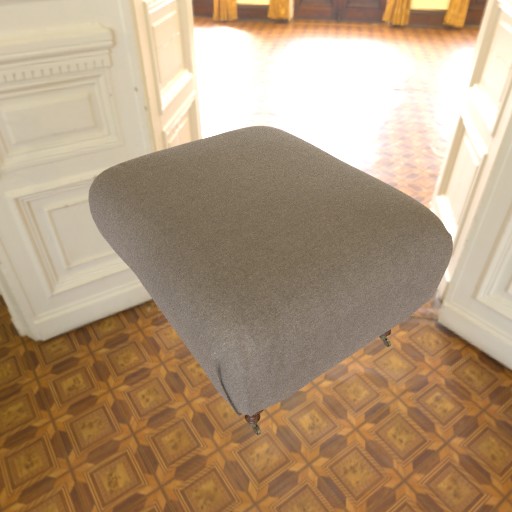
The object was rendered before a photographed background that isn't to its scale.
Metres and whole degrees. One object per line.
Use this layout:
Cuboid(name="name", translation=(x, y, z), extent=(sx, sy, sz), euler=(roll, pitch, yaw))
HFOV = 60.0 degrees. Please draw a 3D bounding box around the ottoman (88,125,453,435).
Cuboid(name="ottoman", translation=(0.000, 0.000, 1.149), extent=(0.622, 0.450, 0.747), euler=(-24, 45, -27))
